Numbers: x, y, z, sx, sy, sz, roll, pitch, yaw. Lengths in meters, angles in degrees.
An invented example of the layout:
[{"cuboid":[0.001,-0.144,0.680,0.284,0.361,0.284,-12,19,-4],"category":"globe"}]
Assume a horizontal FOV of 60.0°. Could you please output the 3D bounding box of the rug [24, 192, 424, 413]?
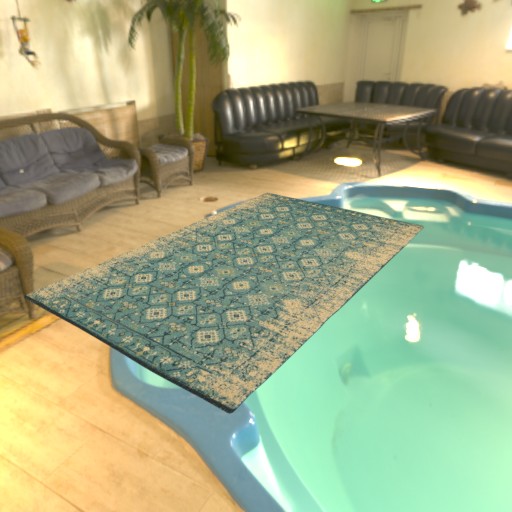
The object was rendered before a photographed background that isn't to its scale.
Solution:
[{"cuboid":[0.000,0.000,3.014,1.530,0.015,2.449,17,30,32],"category":"rug"}]
